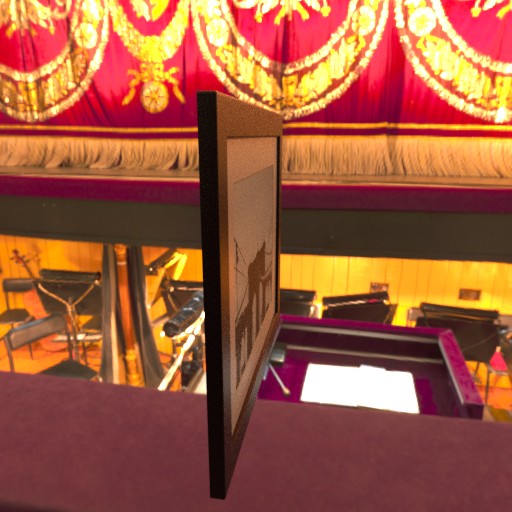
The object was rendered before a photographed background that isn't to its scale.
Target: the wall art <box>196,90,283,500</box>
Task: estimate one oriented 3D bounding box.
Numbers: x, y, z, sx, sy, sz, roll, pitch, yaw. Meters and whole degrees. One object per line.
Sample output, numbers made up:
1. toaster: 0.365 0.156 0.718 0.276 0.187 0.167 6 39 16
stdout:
1. wall art: 0.000 0.000 0.706 0.018 0.450 0.521 3 16 10
